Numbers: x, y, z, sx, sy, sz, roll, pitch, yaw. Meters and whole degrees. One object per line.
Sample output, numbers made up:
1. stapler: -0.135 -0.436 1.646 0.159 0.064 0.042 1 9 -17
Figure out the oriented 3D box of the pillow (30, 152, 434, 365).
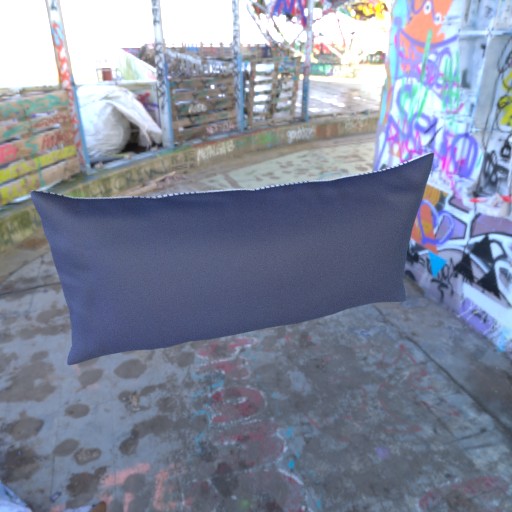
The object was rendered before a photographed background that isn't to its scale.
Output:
1. pillow: 0.000 0.000 0.705 0.610 0.287 0.151 -8 28 -16
